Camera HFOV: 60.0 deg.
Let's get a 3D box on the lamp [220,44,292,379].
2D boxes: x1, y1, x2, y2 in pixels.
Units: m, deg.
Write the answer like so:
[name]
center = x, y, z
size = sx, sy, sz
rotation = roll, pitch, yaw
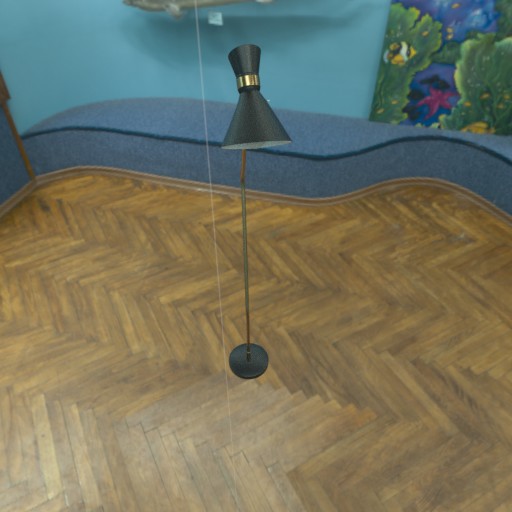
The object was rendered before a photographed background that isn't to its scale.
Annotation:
[lamp]
center = 0.000, 0.000, 1.563
size = 0.277, 1.438, 0.467
rotation = 13, 44, 13
